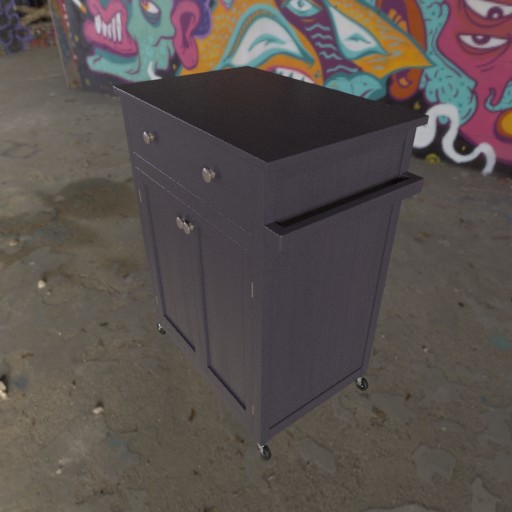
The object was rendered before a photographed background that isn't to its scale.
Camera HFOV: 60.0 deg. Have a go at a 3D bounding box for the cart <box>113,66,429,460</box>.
[{"bbox_3d":[0.000,0.000,1.285,0.449,0.878,0.690,-23,40,-30],"label":"cart"}]
